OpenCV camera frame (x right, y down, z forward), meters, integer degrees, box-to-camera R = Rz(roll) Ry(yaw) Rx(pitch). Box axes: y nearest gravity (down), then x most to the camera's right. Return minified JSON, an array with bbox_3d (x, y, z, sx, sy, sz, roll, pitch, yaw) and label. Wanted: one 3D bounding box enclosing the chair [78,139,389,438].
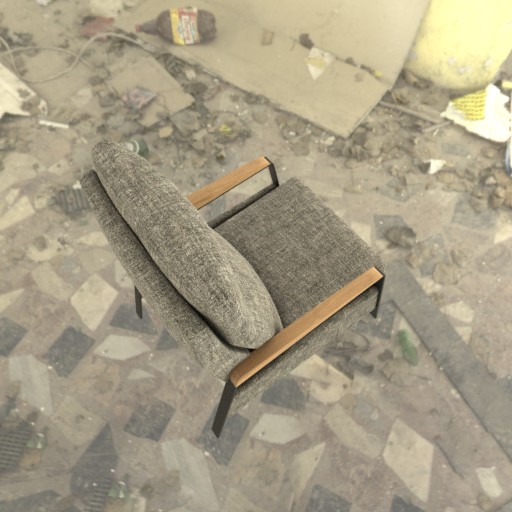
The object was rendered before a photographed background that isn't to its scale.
[{"bbox_3d":[0.000,0.000,1.576,0.868,1.042,0.671,-32,64,-18],"label":"chair"}]
